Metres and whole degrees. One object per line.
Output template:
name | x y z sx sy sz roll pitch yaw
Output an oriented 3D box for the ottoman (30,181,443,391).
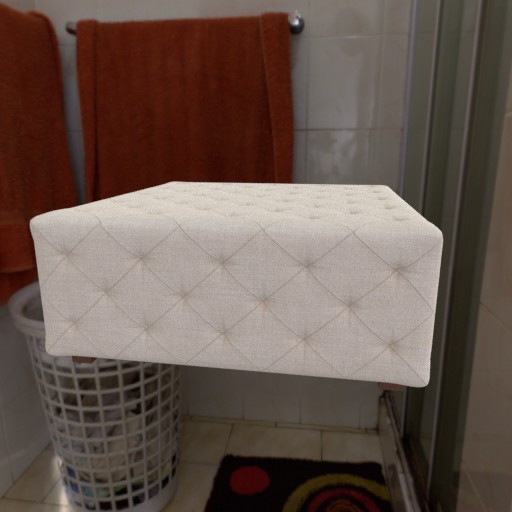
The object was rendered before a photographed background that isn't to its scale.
ottoman | 0.000 0.000 1.589 1.028 0.439 1.028 2 15 9
